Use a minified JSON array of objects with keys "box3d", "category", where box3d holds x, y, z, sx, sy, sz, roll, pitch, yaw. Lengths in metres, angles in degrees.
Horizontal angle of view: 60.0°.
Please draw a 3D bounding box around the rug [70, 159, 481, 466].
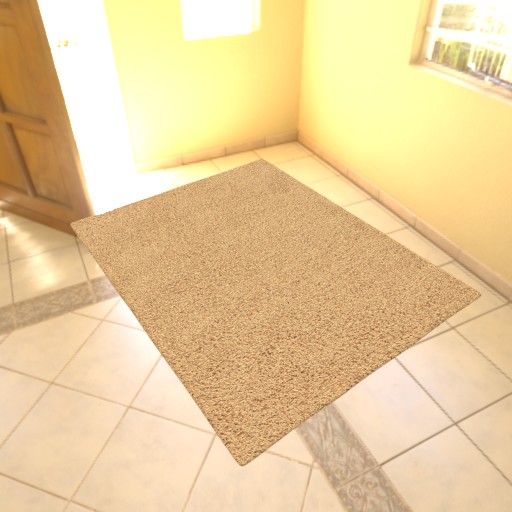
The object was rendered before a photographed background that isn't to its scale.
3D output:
[{"box3d":[0.000,0.000,4.075,2.438,0.029,3.047,-25,45,-27],"category":"rug"}]
